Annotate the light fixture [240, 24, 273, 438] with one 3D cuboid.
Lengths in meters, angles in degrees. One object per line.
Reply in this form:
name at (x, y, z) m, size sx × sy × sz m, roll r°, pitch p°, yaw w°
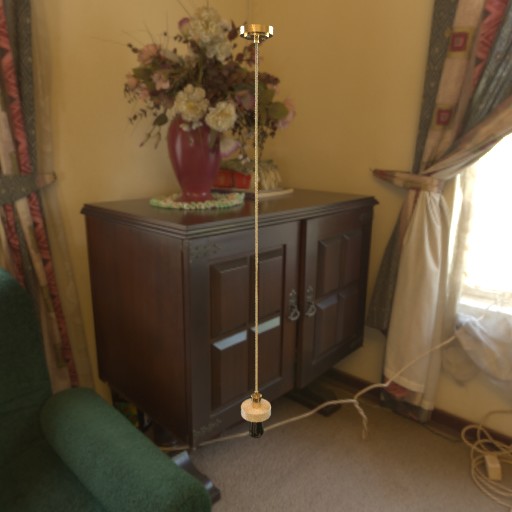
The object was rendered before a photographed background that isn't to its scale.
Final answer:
light fixture at (0.000, 0.000, 1.780) m, size 0.129 × 1.669 × 0.129 m, roll 7°, pitch 15°, yaw 26°
